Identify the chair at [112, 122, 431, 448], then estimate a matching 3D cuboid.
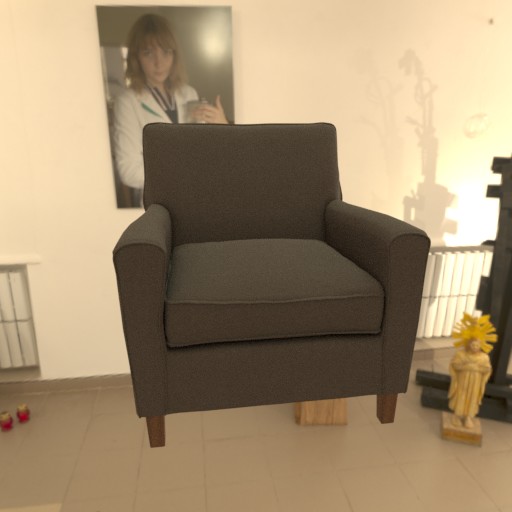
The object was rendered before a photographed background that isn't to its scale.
[{"bbox_3d":[0.000,0.000,1.563,0.836,0.911,0.831,-2,16,-8],"label":"chair"}]
